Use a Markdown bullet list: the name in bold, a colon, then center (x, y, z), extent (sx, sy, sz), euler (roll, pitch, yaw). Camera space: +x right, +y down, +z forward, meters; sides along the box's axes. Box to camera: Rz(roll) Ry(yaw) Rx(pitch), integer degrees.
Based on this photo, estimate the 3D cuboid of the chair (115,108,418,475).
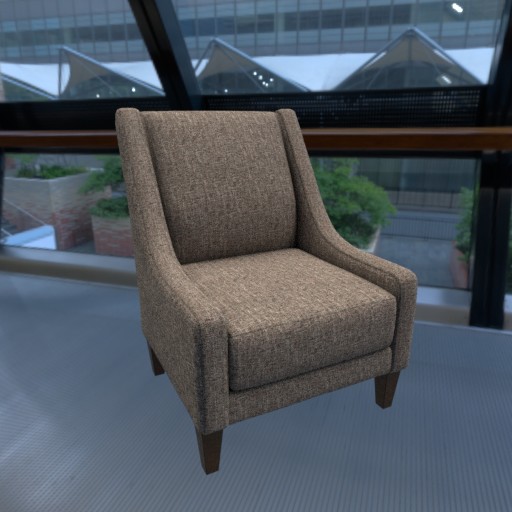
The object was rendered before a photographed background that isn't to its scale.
- **chair**: center (0.000, 0.000, 1.593), extent (0.774, 1.014, 0.870), euler (-9, 20, -26)
